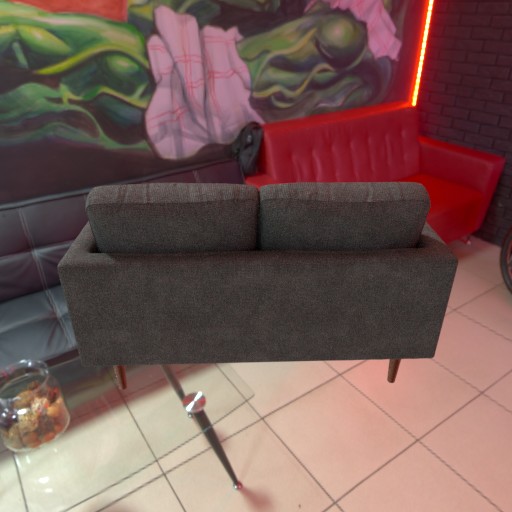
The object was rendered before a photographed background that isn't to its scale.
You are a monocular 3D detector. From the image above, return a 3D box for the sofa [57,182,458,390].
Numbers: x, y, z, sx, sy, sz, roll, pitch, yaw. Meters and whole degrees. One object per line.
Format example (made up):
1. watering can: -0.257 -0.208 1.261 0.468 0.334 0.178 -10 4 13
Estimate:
1. sofa: 0.000 0.000 2.181 1.582 0.956 0.903 -1 29 -2
